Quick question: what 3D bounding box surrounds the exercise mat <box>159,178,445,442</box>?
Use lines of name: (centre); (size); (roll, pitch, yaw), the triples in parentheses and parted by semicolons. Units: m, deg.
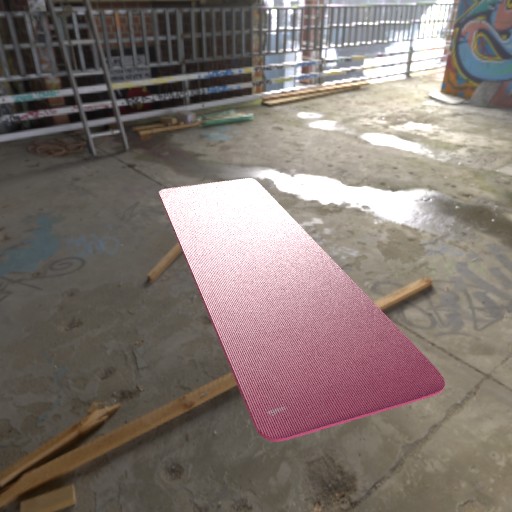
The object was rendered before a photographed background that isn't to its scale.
exercise mat: (0.000, 0.000, 2.030); (0.616, 0.021, 1.884); (-10, 32, -17)
